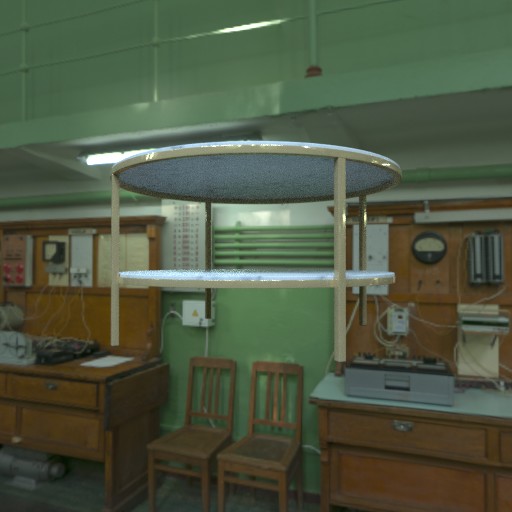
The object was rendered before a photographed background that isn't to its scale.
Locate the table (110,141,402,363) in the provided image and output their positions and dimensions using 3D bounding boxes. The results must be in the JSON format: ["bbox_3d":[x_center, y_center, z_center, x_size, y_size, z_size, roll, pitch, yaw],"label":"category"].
[{"bbox_3d":[0.000,0.000,1.278,0.800,0.450,0.800,0,-1,0],"label":"table"}]
